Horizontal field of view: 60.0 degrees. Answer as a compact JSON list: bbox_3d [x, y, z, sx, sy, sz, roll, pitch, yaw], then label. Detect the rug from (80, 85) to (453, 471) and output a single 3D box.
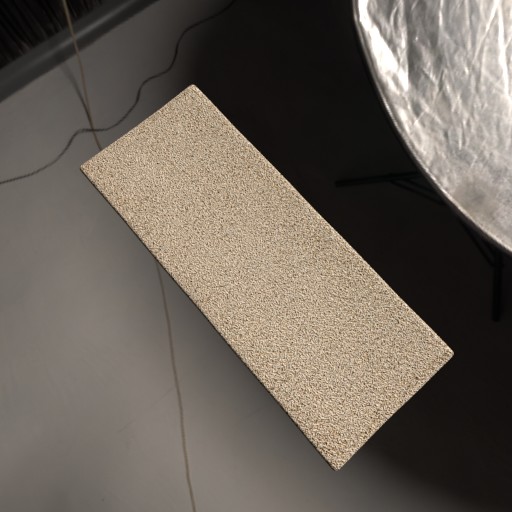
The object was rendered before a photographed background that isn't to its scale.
[{"bbox_3d":[0.000,0.000,1.730,0.609,0.030,1.524,-40,78,-10],"label":"rug"}]
